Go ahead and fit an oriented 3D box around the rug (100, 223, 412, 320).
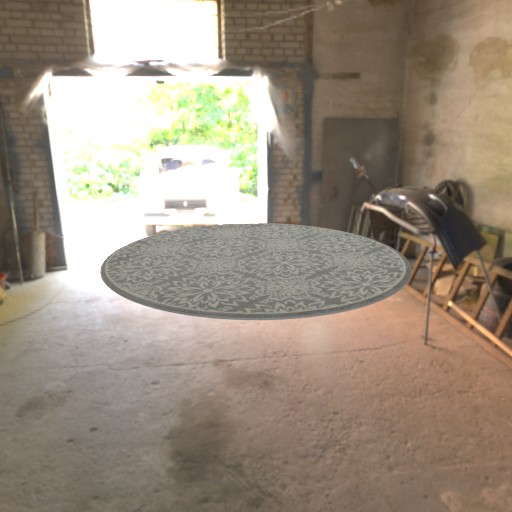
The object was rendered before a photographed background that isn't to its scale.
[{"bbox_3d":[0.000,0.000,2.388,1.593,0.012,1.593,0,17,0],"label":"rug"}]
